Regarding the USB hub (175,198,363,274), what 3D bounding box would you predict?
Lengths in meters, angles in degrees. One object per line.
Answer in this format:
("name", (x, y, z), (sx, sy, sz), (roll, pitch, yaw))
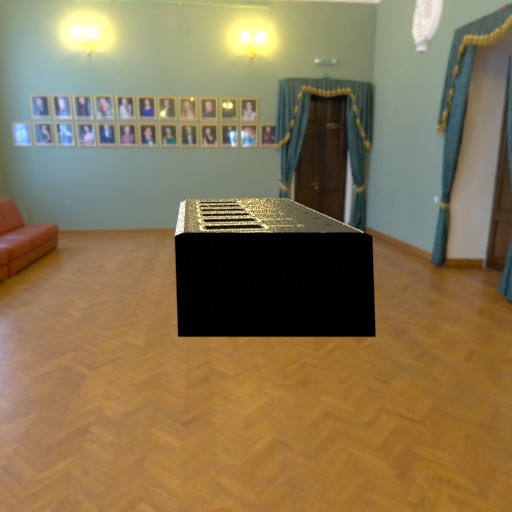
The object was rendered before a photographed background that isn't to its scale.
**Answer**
("USB hub", (0.000, 0.000, 0.128), (0.044, 0.023, 0.110), (-2, 13, -8))
